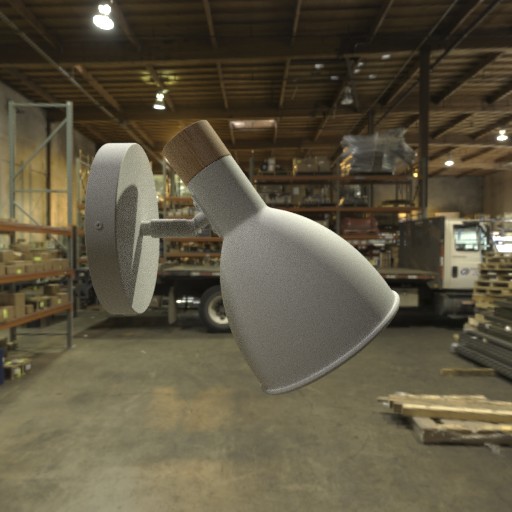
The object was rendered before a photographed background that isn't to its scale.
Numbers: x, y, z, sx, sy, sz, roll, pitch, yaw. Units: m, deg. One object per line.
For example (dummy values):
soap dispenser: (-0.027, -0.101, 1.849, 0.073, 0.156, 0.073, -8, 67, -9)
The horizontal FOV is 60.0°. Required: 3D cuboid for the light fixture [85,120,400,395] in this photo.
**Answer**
light fixture: (0.000, 0.000, 0.331, 0.209, 0.199, 0.127, 0, 1, -1)
